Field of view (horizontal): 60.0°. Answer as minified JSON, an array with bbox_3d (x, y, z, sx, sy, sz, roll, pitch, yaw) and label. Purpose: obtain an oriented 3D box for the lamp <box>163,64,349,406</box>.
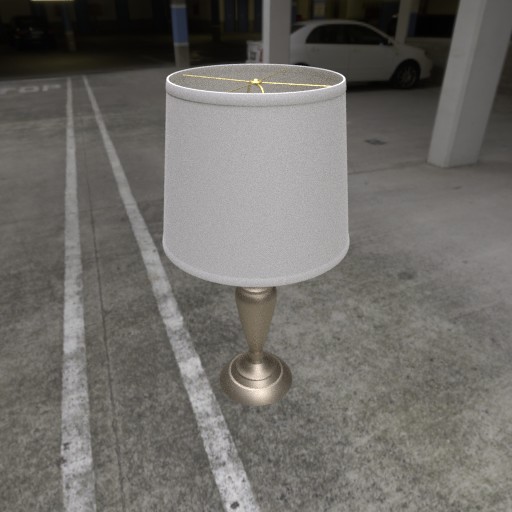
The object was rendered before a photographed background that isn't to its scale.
[{"bbox_3d":[0.000,0.000,0.814,0.328,0.619,0.328,0,31,0],"label":"lamp"}]
